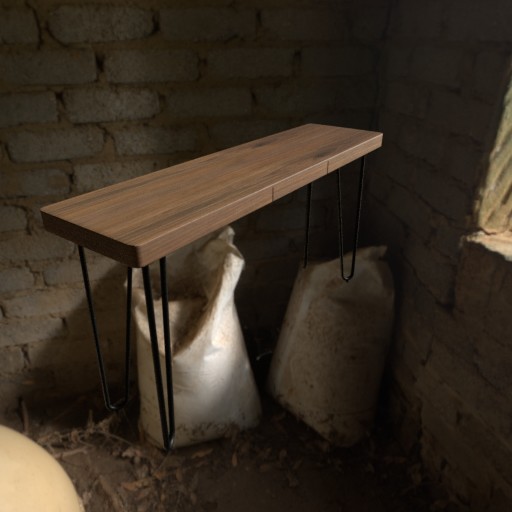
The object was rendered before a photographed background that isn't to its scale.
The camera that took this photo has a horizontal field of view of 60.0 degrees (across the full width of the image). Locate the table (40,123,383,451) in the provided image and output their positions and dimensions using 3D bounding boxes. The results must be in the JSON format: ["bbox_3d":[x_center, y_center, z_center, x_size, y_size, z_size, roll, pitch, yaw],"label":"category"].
[{"bbox_3d":[0.000,0.000,1.920,0.425,0.834,1.570,18,33,31],"label":"table"}]
